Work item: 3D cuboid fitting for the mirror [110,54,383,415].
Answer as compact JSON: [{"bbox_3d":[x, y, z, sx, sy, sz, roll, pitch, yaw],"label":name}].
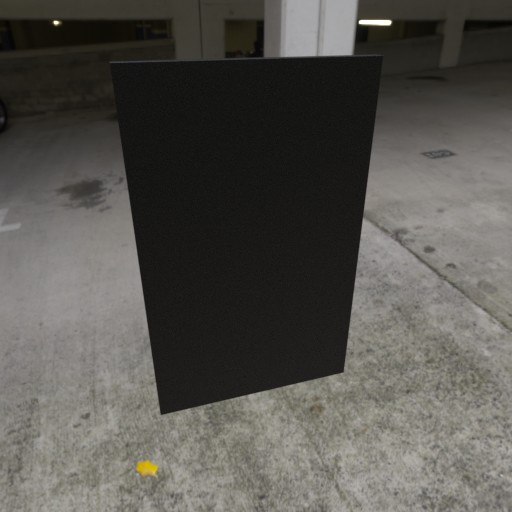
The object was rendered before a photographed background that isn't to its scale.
[{"bbox_3d":[0.000,0.000,1.492,0.762,1.219,0.038,-8,30,-15],"label":"mirror"}]
